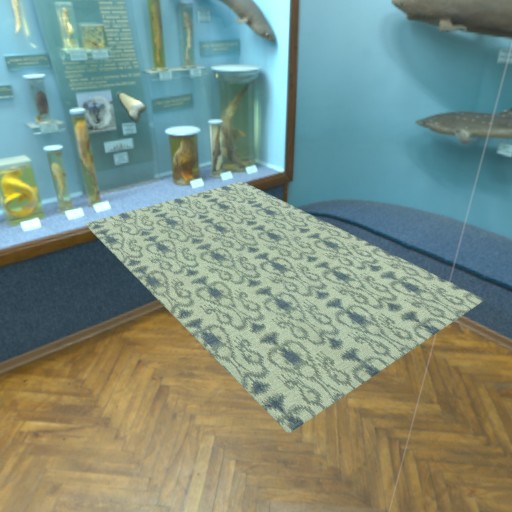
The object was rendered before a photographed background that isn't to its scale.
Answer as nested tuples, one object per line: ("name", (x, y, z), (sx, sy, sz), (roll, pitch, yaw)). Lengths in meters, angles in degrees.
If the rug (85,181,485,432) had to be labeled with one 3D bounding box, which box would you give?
("rug", (0.000, 0.000, 2.058), (1.035, 0.006, 1.652), (-21, 36, -32))
